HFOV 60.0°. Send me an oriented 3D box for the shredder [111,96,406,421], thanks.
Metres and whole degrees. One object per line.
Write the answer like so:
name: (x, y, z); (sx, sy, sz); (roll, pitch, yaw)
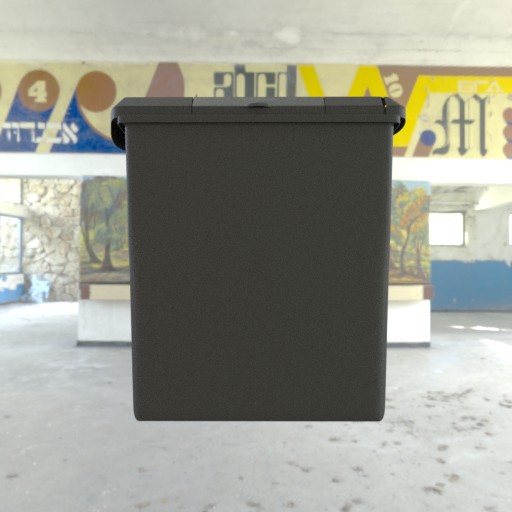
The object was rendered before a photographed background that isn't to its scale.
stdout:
shredder: (0.000, 0.000, 0.520); (0.320, 0.335, 0.170); (0, -1, 0)
